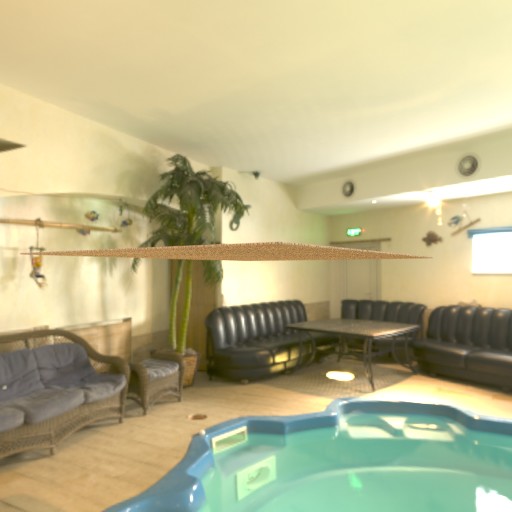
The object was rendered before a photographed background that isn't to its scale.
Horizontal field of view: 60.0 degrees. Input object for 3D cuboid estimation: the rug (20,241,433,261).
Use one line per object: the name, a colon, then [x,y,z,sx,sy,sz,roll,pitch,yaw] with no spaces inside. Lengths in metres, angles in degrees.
rug: [0.000,0.000,4.028,2.439,0.013,3.048,-1,-2,35]
